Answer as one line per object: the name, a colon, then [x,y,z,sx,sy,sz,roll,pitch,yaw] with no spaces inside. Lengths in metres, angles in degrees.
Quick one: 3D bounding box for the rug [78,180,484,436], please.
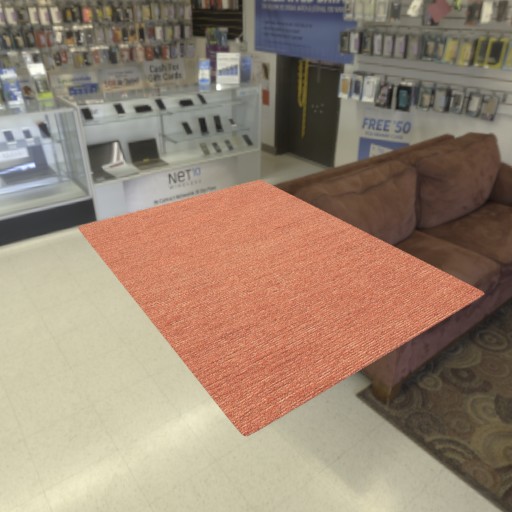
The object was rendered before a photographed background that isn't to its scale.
rug: [0.000,0.000,2.765,1.594,0.009,2.112,-20,36,-30]
